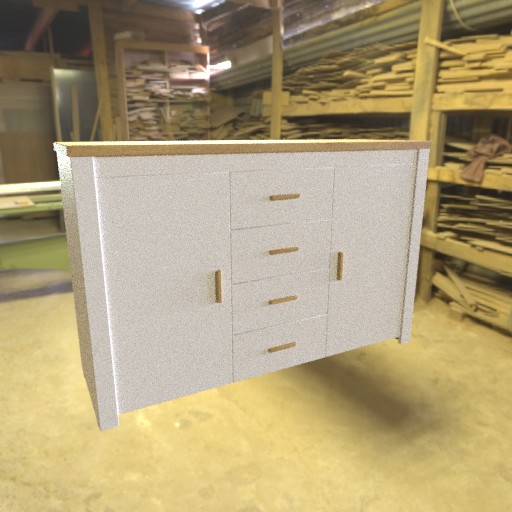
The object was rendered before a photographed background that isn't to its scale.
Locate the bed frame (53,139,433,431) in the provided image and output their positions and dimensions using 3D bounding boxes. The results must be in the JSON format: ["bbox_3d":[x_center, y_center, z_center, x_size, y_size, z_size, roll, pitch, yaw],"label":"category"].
[{"bbox_3d":[0.000,0.000,1.699,1.300,0.850,0.430,-8,18,-27],"label":"bed frame"}]
